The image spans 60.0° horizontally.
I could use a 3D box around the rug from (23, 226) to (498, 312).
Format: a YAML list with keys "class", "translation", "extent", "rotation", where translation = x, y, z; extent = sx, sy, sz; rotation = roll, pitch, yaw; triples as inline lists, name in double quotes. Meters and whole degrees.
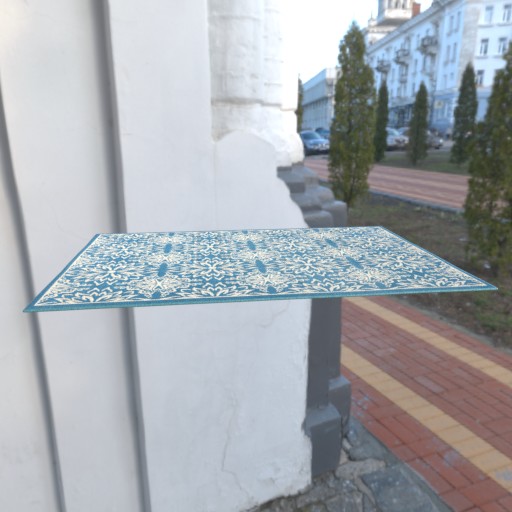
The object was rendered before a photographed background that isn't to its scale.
- class: "rug"
  translation: [0.000, 0.000, 3.426]
  extent: [2.769, 0.018, 1.830]
  rotation: [-2, 16, -7]
